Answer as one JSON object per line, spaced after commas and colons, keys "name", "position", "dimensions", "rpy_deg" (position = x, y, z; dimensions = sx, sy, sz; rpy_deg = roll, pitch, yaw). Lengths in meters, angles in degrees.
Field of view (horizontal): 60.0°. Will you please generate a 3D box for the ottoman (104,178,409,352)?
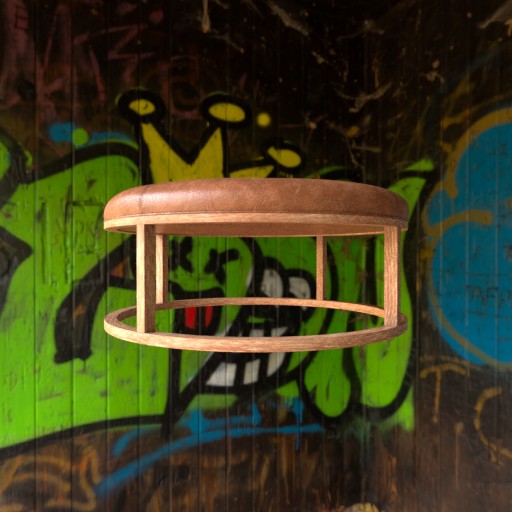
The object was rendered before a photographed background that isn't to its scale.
{"name": "ottoman", "position": [0.000, 0.000, 1.535], "dimensions": [1.006, 0.445, 1.006], "rpy_deg": [0, 0, 0]}
